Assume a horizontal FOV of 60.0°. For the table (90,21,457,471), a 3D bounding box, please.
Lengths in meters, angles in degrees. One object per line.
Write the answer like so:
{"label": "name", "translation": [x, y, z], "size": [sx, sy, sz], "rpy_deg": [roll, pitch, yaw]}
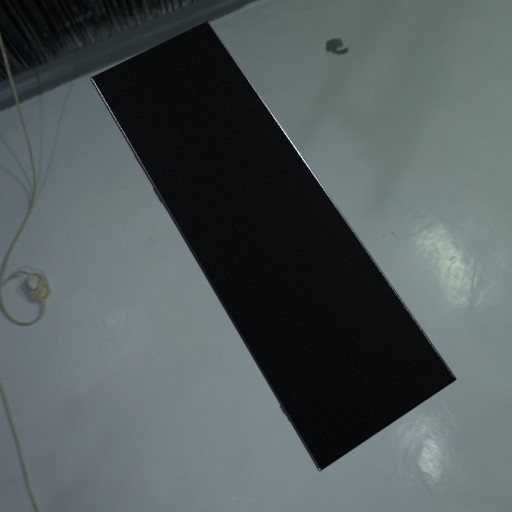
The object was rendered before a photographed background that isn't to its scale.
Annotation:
{"label": "table", "translation": [0.000, 0.000, 1.534], "size": [0.386, 0.819, 1.191], "rpy_deg": [-30, 77, -8]}
